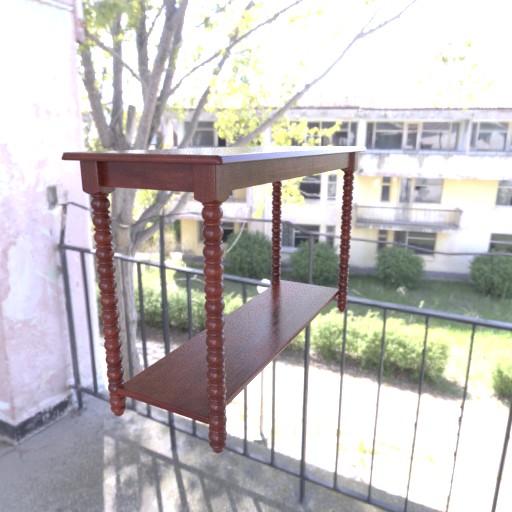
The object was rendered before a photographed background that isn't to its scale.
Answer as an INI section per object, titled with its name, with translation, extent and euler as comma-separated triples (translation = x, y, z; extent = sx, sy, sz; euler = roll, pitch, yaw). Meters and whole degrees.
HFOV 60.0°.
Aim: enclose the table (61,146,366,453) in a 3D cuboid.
[table]
translation = 0.000, 0.000, 1.571
extent = 0.459, 0.740, 1.184
euler = 8, 17, 26
